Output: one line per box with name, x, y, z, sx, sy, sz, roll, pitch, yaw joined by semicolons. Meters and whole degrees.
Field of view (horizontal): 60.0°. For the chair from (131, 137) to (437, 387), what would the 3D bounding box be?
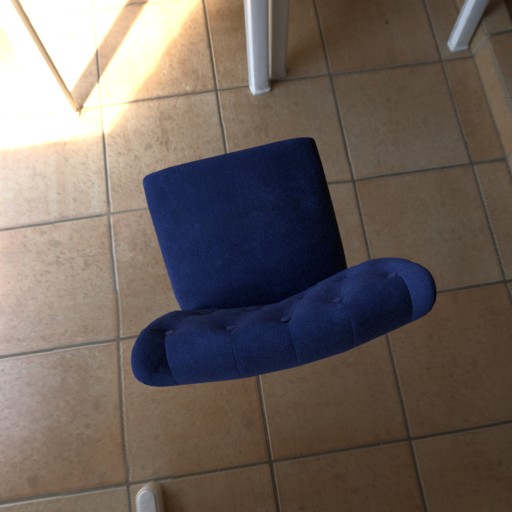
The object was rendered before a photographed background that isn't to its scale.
chair;0.000;0.000;1.218;0.585;0.753;0.606;-14;77;-3
